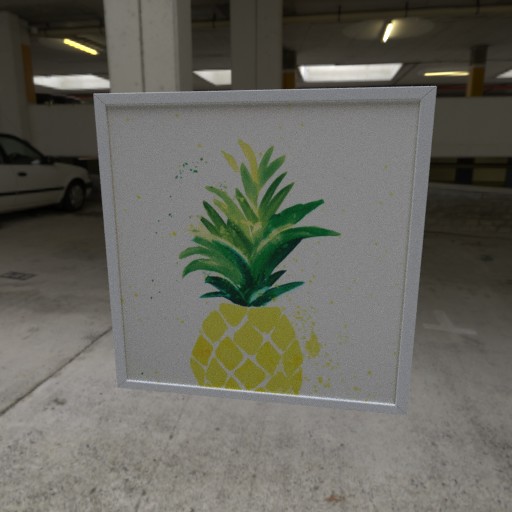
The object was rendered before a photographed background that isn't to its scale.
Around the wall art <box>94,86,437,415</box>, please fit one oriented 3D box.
[{"bbox_3d":[0.000,0.000,0.725,0.508,0.507,0.035,2,14,10],"label":"wall art"}]
